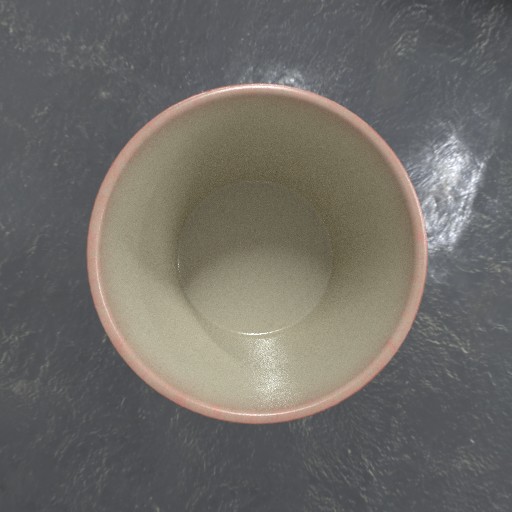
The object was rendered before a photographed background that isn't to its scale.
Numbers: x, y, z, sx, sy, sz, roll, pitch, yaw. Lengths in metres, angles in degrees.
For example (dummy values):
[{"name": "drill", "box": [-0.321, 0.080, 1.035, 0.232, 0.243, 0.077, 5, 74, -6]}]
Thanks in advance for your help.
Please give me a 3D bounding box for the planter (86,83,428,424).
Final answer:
[{"name": "planter", "box": [0.000, 0.000, 0.470, 0.273, 0.237, 0.273, 0, 88, -1]}]
